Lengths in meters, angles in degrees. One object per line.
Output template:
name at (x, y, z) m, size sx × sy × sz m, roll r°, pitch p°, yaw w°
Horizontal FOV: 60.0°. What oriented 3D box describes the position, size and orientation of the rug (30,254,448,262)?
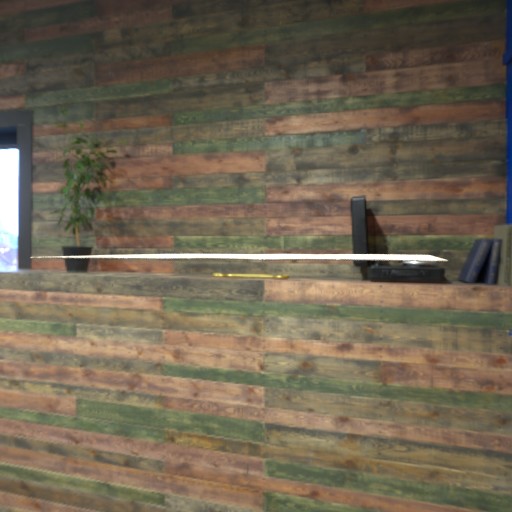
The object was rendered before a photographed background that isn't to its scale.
rug at (0.000, 0.000, 2.817) m, size 2.135 × 0.013 × 1.524 m, roll 0°, pitch 1°, yaw 18°
